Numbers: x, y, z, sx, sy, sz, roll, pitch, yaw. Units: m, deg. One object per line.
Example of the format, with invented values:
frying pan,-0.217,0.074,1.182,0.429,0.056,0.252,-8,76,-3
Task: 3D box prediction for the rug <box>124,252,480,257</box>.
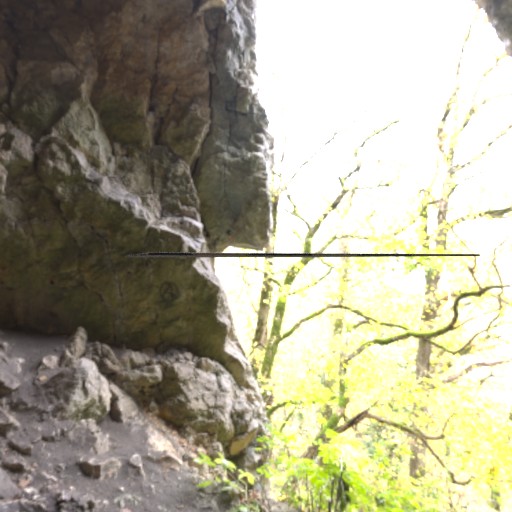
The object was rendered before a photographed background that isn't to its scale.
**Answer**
rug,0.000,0.000,3.080,1.676,0.013,2.261,0,0,-19
